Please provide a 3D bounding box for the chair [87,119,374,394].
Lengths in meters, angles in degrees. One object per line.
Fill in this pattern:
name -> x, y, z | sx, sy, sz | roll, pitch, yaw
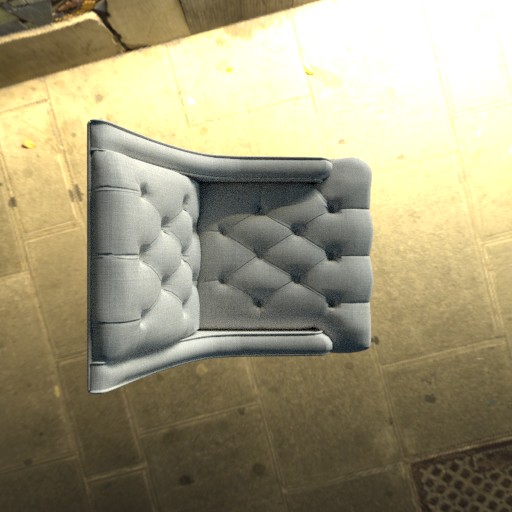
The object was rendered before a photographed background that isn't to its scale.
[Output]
chair -> 0.000, 0.000, 1.439 | 0.772, 0.891, 0.658 | 0, 90, 0
